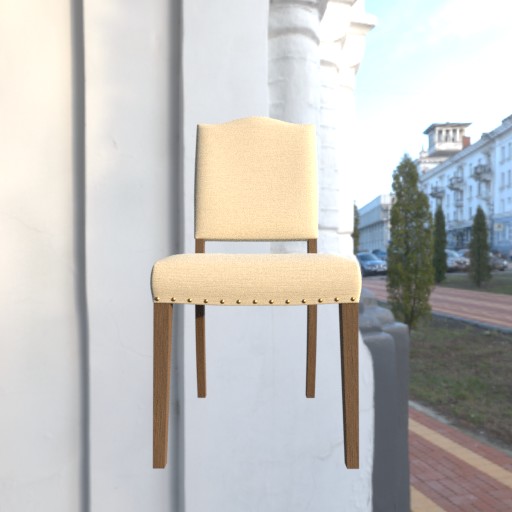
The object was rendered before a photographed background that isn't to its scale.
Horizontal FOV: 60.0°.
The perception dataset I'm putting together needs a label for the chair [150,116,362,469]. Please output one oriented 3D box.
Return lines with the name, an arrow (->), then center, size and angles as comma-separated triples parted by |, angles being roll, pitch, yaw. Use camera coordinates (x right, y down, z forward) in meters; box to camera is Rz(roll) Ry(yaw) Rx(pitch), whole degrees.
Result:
chair -> 0.000, 0.000, 1.355 | 0.508, 1.015, 0.619 | 0, 1, 0
